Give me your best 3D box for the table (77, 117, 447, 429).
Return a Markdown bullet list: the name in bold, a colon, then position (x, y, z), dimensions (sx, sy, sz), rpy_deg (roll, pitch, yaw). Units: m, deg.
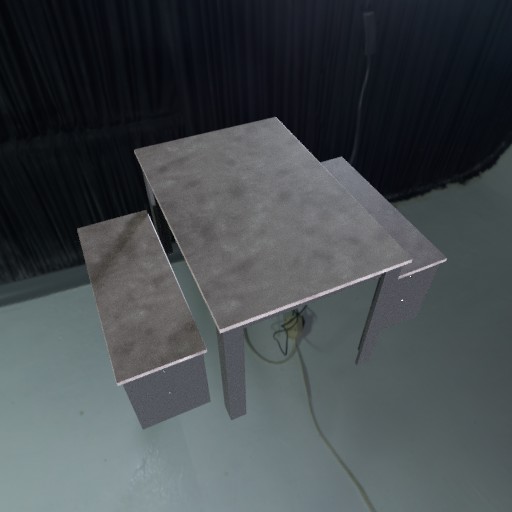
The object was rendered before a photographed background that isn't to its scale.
- **table**: position (0.000, 0.000, 2.062), dimensions (1.443, 0.700, 1.100), rpy_deg (-18, 49, -17)
